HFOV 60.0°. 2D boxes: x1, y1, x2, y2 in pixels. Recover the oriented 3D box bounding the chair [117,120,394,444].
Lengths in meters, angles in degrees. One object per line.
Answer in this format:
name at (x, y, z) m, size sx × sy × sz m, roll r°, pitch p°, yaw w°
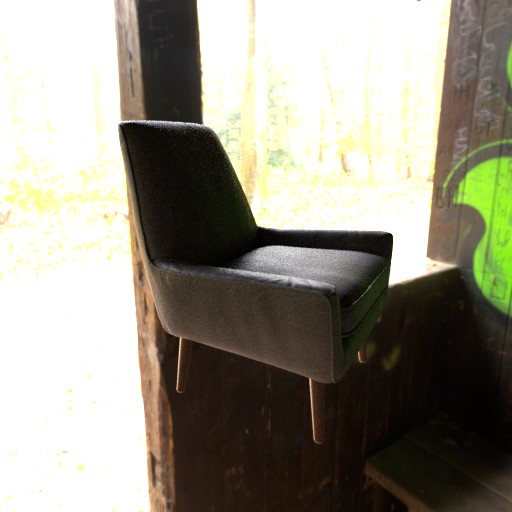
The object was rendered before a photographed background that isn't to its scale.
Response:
chair at (0.000, 0.000, 1.511) m, size 0.822 × 0.888 × 0.787 m, roll 7°, pitch 16°, yaw 26°
